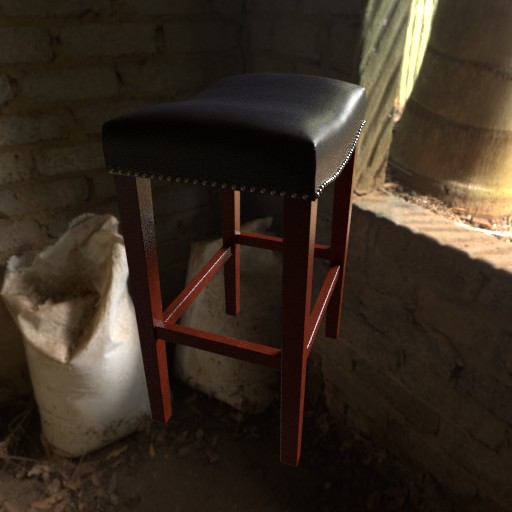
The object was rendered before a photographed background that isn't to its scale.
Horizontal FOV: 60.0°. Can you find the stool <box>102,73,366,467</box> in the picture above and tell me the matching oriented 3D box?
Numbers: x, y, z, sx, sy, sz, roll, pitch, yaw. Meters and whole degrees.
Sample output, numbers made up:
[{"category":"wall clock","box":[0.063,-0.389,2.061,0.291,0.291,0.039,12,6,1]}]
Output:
[{"category":"stool","box":[0.000,0.000,1.034,0.372,0.742,0.504,10,32,17]}]
